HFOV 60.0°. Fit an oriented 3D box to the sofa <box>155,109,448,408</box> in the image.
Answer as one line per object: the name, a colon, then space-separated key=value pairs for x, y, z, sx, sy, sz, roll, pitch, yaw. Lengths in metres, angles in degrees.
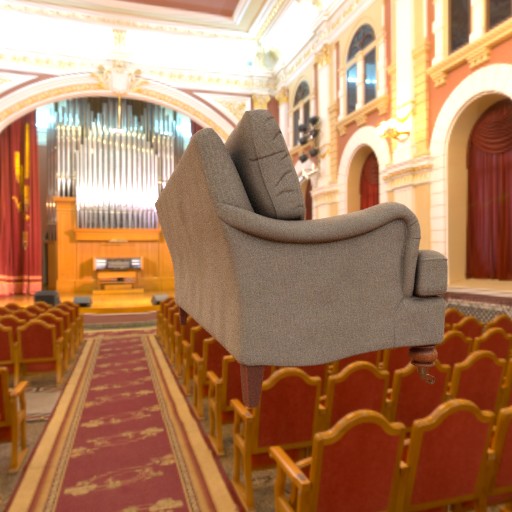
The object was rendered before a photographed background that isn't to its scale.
sofa: x=0.000 y=0.000 z=2.680 sx=1.069 sy=1.096 sz=2.193 roll=0 pitch=0 yaw=-16
